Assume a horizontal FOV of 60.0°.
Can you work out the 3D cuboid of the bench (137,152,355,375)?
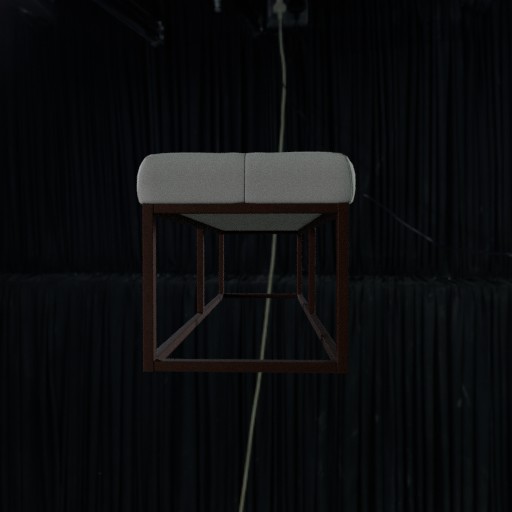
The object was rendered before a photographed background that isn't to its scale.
[{"bbox_3d":[0.000,0.000,1.691,0.479,0.488,1.488,0,1,2],"label":"bench"}]
